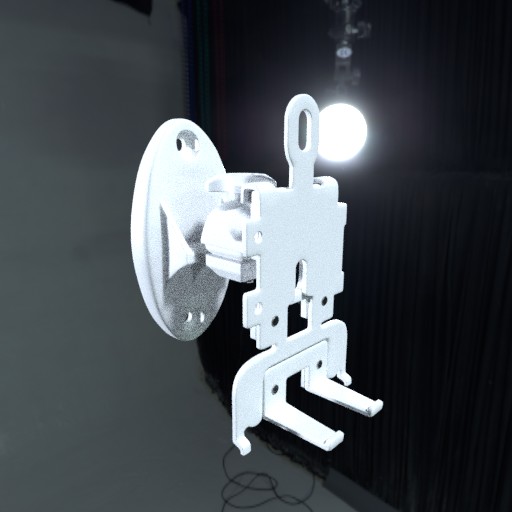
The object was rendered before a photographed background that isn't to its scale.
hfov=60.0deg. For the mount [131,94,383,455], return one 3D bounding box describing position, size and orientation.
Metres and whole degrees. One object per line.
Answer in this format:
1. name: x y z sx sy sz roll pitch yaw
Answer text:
1. mount: 0.000 0.000 0.176 0.100 0.118 0.066 13 19 43
